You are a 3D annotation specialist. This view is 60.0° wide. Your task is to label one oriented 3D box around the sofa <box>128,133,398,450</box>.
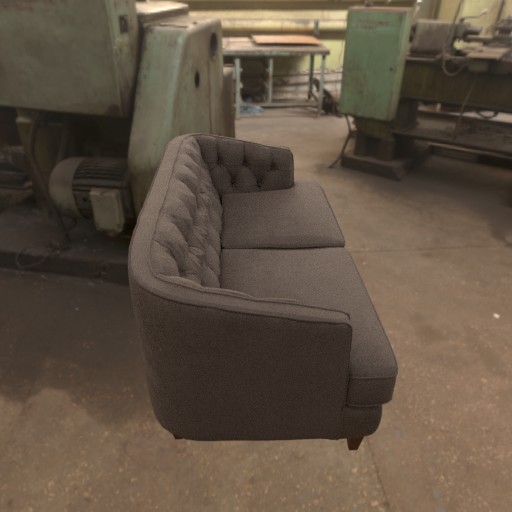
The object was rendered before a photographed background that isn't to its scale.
[{"bbox_3d":[0.000,0.000,2.225,0.941,0.855,1.733,-1,32,-2],"label":"sofa"}]
